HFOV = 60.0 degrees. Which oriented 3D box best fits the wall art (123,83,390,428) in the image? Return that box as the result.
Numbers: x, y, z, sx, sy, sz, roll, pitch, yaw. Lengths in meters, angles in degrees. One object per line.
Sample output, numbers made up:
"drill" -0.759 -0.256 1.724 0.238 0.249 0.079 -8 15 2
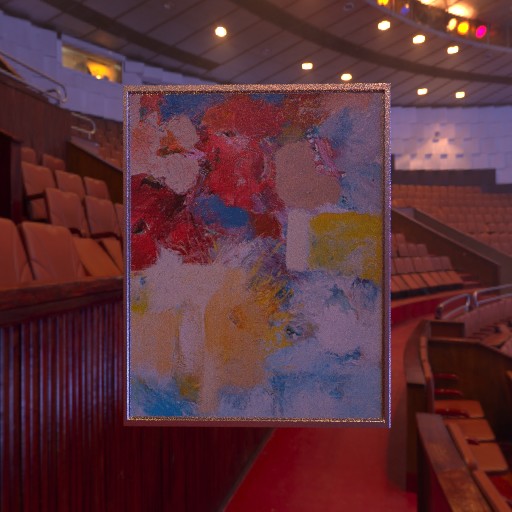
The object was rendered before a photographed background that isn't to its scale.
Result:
"wall art" 0.000 0.000 1.369 0.816 1.046 0.030 0 0 1
